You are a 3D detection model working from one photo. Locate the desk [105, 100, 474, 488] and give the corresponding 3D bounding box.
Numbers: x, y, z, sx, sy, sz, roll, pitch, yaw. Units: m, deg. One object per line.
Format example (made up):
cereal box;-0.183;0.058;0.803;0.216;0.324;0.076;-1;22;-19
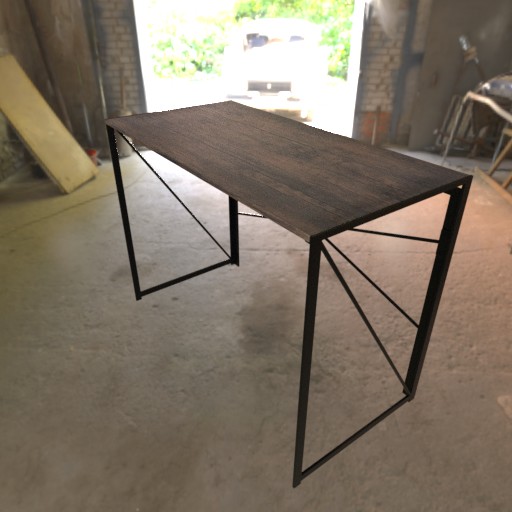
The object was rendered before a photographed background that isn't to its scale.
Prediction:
desk;0.000;0.000;1.442;0.505;0.747;1.015;-21;37;-31
